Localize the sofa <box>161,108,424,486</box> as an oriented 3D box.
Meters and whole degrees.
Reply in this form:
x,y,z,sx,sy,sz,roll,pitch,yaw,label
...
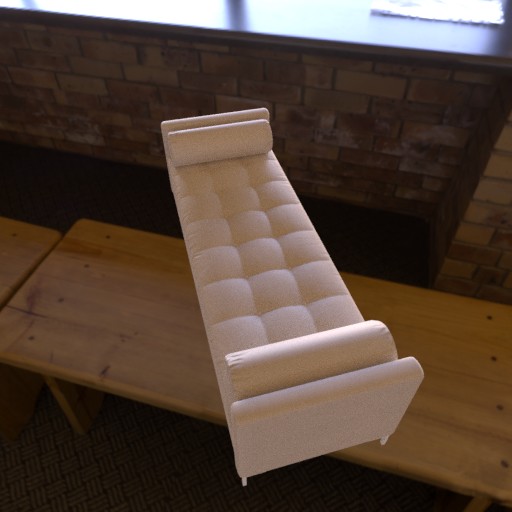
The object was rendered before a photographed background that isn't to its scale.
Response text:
x,y,z,sx,sy,sz,roll,pitch,yaw,label
0.000,0.000,2.347,0.686,0.635,1.981,-11,47,-11,sofa
